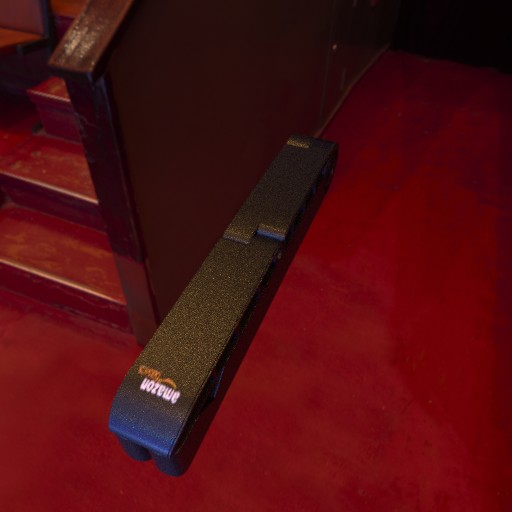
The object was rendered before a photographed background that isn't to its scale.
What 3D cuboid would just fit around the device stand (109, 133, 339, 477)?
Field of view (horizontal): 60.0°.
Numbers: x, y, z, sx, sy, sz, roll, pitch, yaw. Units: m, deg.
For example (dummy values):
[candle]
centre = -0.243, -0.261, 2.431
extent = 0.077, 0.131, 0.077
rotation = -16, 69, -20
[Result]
[device stand]
centre = 0.000, 0.000, 0.192
extent = 0.026, 0.030, 0.179
rotation = 17, 48, 16
